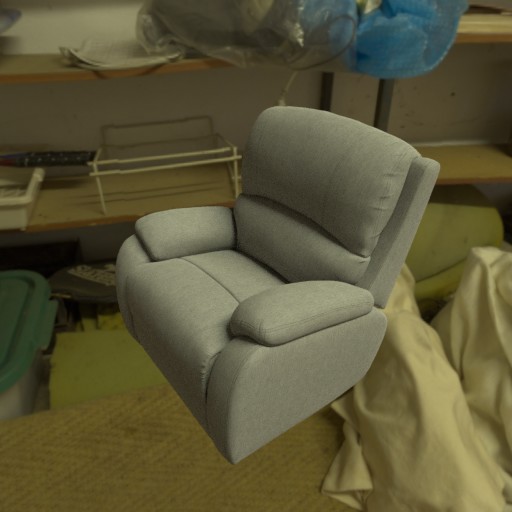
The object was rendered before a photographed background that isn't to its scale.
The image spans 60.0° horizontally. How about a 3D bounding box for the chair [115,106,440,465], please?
[{"bbox_3d":[0.000,0.000,1.728,0.899,1.011,0.930,-20,36,-31],"label":"chair"}]
